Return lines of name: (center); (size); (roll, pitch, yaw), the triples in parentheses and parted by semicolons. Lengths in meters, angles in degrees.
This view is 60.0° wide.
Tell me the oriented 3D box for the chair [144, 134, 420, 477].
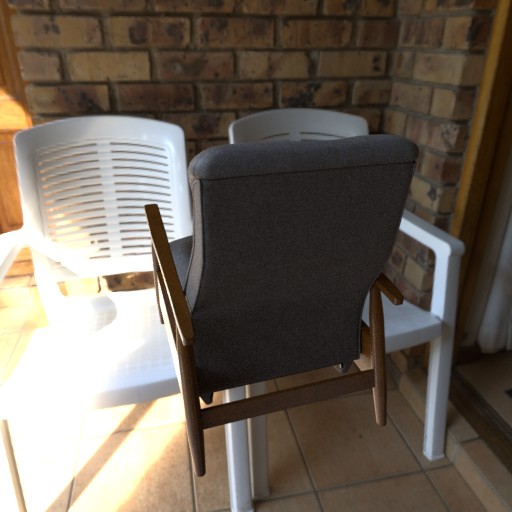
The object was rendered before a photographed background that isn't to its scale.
chair: (0.000, 0.000, 1.760); (0.762, 1.081, 1.014); (-8, 27, -16)
